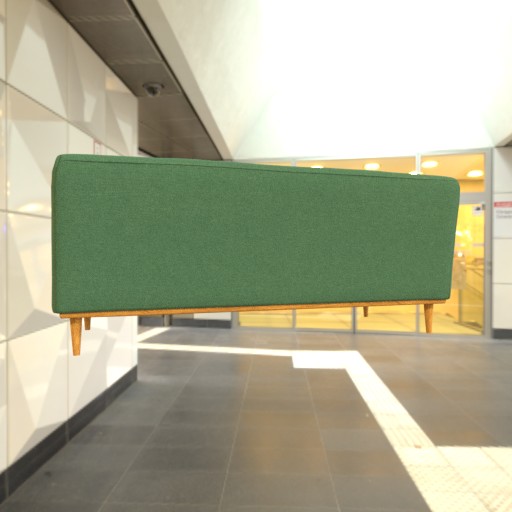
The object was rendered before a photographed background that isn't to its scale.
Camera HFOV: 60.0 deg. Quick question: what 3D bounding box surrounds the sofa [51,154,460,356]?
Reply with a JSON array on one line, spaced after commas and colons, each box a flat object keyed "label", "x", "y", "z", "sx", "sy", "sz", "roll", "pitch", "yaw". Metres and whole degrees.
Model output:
[{"label": "sofa", "x": 0.000, "y": 0.000, "z": 2.523, "sx": 2.057, "sy": 0.871, "sz": 0.978, "roll": 0, "pitch": 0, "yaw": -17}]
